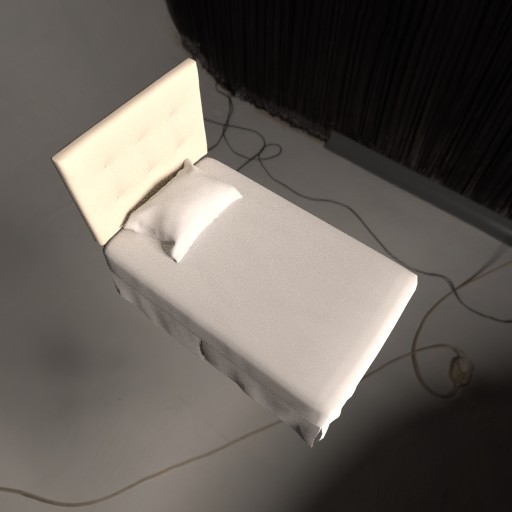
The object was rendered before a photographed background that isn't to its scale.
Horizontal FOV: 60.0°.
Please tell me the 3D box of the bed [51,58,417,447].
[{"bbox_3d":[0.000,0.000,2.989,1.997,1.571,1.261,33,63,19],"label":"bed"}]
